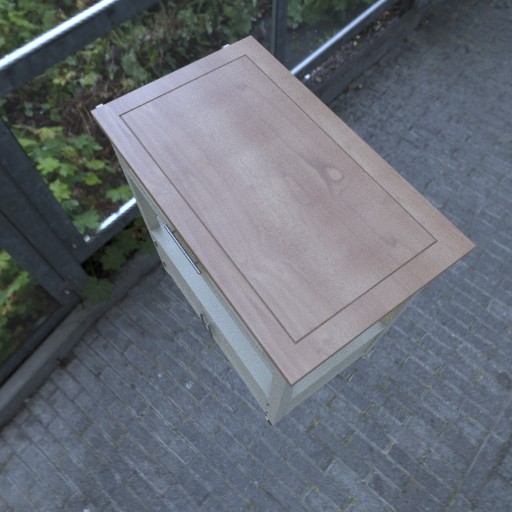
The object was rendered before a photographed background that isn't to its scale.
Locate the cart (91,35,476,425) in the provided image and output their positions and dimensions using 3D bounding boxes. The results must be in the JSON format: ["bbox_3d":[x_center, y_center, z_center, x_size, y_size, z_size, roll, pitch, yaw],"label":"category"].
[{"bbox_3d":[0.000,0.000,1.362,0.459,0.901,0.840,-33,67,-15],"label":"cart"}]
